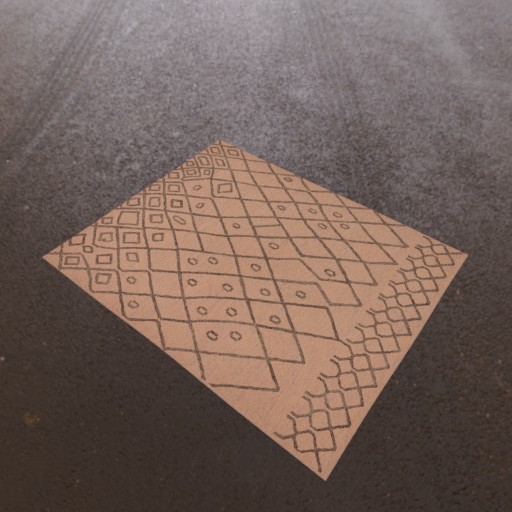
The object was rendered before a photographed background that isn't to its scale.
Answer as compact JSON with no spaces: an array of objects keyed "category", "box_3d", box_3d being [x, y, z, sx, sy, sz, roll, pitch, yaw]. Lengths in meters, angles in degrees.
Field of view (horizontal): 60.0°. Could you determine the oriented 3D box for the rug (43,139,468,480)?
[{"category":"rug","box_3d":[0.000,0.000,4.056,3.046,0.015,2.446,30,54,25]}]
